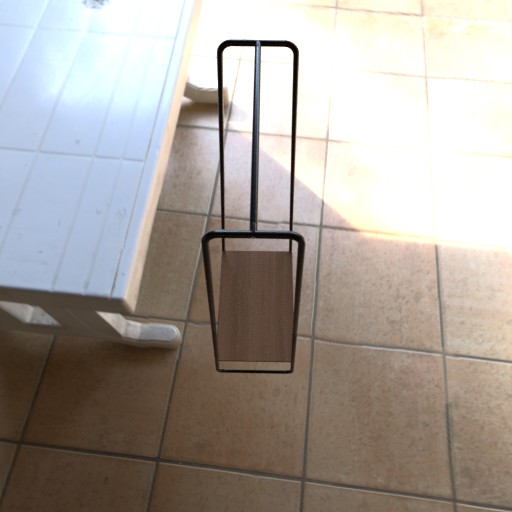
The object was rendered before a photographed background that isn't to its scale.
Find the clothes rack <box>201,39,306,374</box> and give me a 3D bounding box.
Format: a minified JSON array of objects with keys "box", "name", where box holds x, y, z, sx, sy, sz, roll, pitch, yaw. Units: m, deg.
[{"box":[0.000,0.000,1.786,0.400,1.500,0.640,1,64,0],"name":"clothes rack"}]
